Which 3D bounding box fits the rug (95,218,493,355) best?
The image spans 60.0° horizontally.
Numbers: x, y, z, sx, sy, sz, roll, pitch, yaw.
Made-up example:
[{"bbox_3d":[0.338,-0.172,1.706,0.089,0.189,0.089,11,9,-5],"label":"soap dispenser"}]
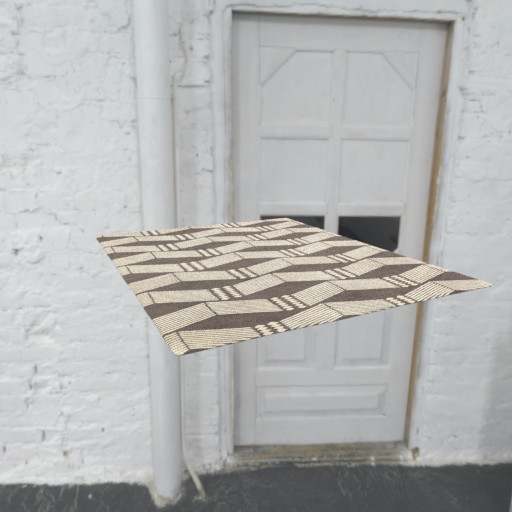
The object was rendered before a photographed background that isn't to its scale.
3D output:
[{"bbox_3d":[0.000,0.000,4.080,2.438,0.016,3.048,-8,17,-26],"label":"rug"}]
